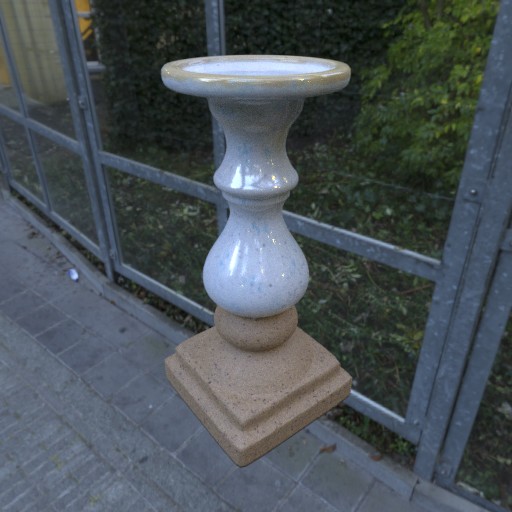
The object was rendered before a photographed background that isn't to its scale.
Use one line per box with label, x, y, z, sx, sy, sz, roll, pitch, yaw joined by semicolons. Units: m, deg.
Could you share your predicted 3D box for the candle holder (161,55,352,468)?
candle holder;0.000;0.000;0.298;0.110;0.239;0.110;-21;36;-32
